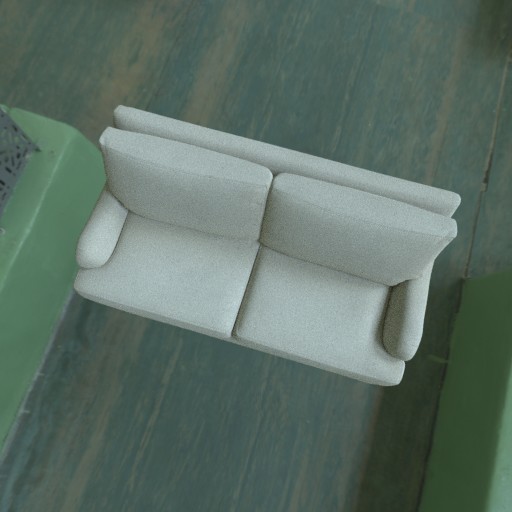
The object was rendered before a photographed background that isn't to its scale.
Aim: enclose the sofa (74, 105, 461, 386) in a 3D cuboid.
[{"bbox_3d":[0.000,0.000,2.736,2.070,0.997,1.091,16,76,4],"label":"sofa"}]
